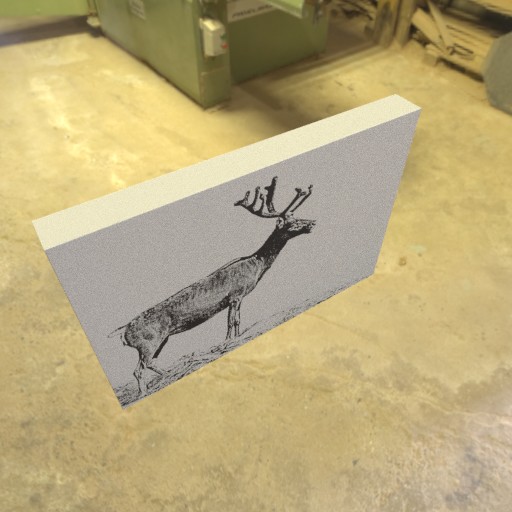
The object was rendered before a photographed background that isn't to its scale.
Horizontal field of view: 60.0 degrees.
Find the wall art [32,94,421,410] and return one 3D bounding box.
[{"bbox_3d":[0.000,0.000,0.490,0.381,0.259,0.038,-25,51,-22],"label":"wall art"}]
